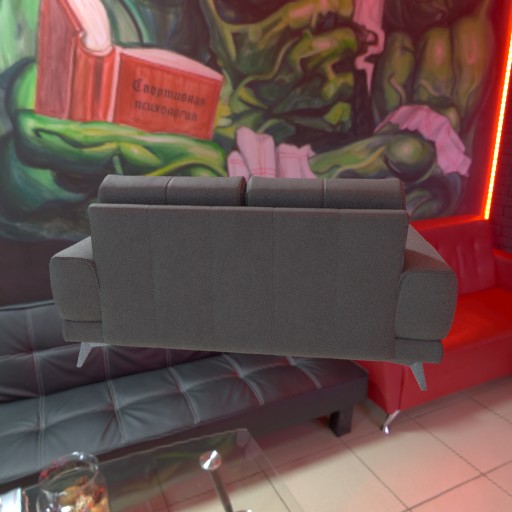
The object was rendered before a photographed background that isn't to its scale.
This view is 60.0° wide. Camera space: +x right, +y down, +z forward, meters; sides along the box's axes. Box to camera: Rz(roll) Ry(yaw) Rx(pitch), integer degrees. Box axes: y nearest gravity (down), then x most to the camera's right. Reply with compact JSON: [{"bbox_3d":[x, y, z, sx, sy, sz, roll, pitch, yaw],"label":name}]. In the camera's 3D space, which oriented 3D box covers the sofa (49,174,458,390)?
[{"bbox_3d":[0.000,0.000,2.370,1.806,0.907,1.018,2,16,7],"label":"sofa"}]
